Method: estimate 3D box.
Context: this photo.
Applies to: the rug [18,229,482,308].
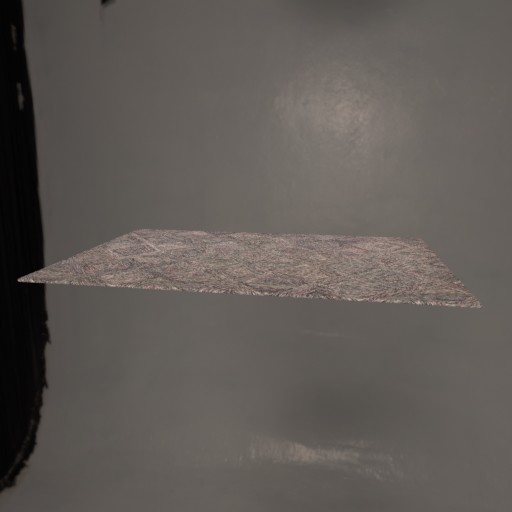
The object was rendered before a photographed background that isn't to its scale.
[{"bbox_3d":[0.000,0.000,2.867,2.298,0.017,1.501,2,14,10],"label":"rug"}]
